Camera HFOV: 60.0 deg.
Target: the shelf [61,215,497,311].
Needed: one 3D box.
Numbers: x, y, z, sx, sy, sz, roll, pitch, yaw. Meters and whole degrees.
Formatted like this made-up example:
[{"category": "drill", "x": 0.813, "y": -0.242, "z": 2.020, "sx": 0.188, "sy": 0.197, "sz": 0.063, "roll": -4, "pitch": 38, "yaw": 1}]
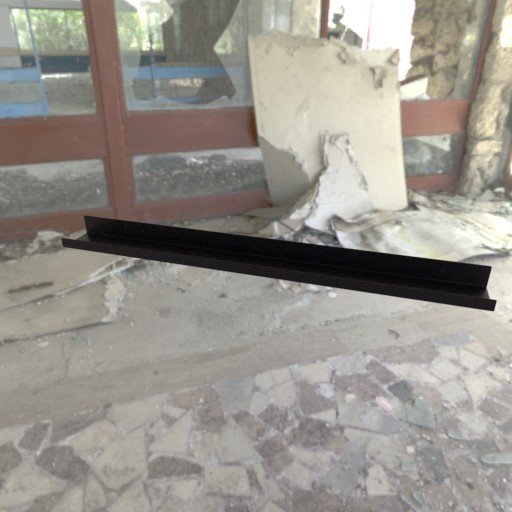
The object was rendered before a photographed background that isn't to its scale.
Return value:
[{"category": "shelf", "x": 0.000, "y": 0.000, "z": 0.949, "sx": 0.924, "sy": 0.049, "sz": 0.092, "roll": 8, "pitch": 27, "yaw": 16}]
